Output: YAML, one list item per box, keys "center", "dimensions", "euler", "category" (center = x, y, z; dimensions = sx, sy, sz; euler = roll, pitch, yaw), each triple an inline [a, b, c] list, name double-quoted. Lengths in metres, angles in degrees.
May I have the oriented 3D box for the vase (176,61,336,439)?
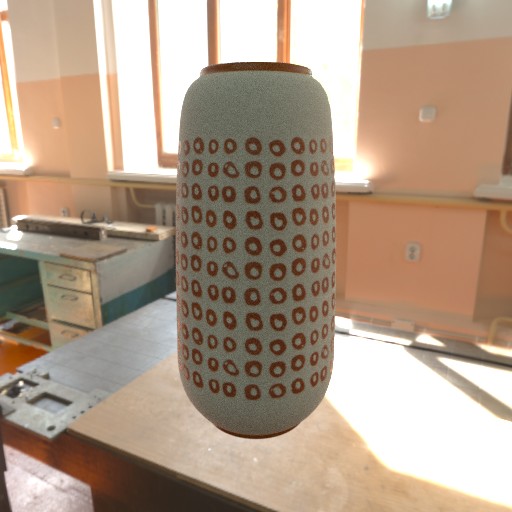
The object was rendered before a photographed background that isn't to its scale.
- center: [0.000, 0.000, 0.361]
  dimensions: [0.133, 0.282, 0.133]
  euler: [0, 15, 0]
  category: "vase"
